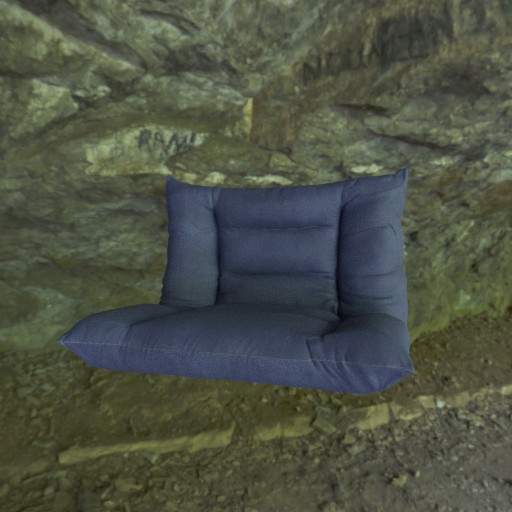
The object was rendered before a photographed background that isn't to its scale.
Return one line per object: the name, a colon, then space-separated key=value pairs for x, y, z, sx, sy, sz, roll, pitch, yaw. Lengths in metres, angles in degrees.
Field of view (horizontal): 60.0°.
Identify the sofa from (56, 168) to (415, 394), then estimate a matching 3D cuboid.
sofa: x=0.000 y=0.000 z=1.692 sx=1.122 sy=0.778 sz=0.849 roll=0 pitch=0 yaw=18
